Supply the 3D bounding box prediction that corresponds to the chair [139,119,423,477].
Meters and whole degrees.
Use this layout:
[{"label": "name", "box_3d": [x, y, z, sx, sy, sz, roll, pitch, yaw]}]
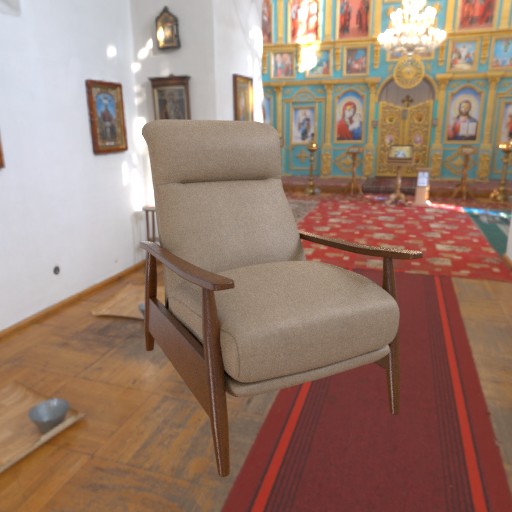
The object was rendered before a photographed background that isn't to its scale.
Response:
[{"label": "chair", "box_3d": [0.000, 0.000, 1.793, 0.762, 1.082, 1.030, -7, 17, -26]}]
